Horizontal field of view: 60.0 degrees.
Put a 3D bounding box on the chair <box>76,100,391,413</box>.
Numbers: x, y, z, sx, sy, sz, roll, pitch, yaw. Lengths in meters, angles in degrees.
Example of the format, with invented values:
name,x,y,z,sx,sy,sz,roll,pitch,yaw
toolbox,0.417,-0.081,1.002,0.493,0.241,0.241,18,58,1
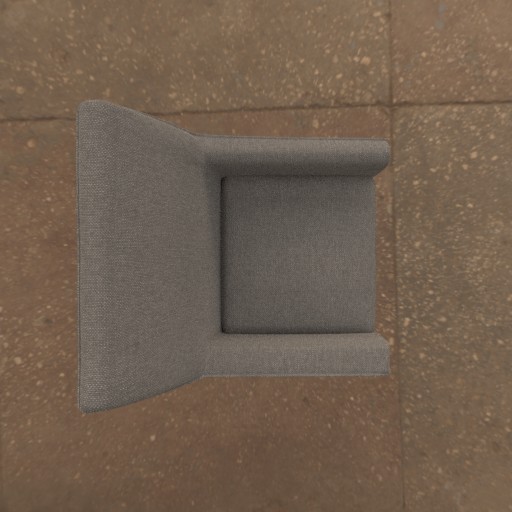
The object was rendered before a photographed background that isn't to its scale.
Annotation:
name,x,y,z,sx,sy,sz,roll,pitch,yaw
chair,0.000,0.000,1.524,0.899,0.919,0.780,0,91,-1
